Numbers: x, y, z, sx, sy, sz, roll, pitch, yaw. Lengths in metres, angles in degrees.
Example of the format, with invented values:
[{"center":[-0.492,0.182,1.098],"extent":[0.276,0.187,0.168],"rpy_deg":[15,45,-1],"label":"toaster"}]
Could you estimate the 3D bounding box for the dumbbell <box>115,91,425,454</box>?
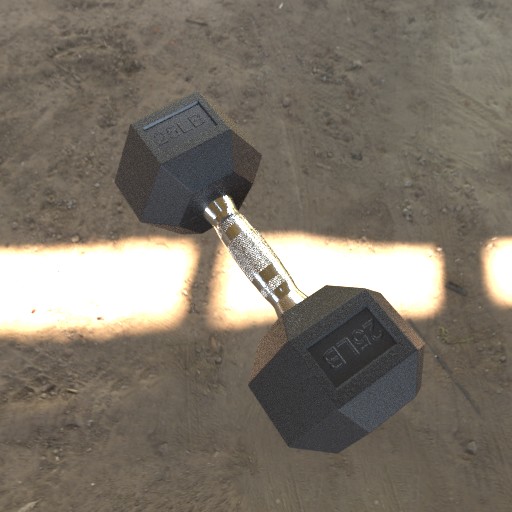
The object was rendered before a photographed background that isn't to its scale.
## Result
[{"center":[0.000,0.000,0.373],"extent":[0.129,0.113,0.315],"rpy_deg":[-32,68,-14],"label":"dumbbell"}]
